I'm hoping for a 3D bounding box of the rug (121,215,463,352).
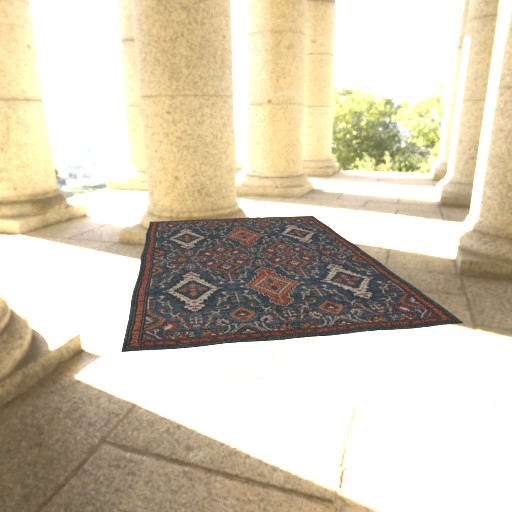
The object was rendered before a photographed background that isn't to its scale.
[{"bbox_3d":[0.000,0.000,4.283,2.190,0.008,3.371,-3,18,-10],"label":"rug"}]
